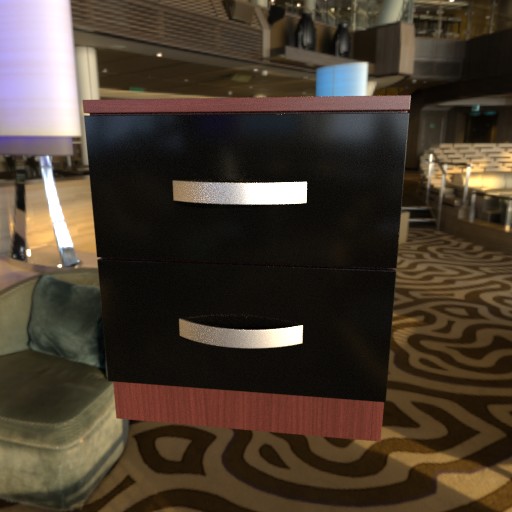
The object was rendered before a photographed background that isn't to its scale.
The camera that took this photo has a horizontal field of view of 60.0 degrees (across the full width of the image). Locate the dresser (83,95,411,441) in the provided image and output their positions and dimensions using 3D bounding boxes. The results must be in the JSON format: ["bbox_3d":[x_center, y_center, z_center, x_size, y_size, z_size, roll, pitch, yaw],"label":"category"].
[{"bbox_3d":[0.000,0.000,0.738,0.400,0.470,0.360,2,14,8],"label":"dresser"}]
